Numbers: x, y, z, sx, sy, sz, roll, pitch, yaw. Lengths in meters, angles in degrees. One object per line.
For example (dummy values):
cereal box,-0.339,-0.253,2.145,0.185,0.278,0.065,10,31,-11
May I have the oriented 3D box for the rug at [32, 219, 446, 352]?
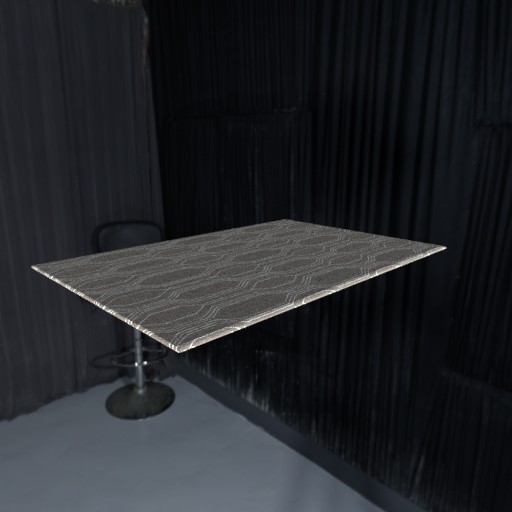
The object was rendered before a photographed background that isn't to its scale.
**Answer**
rug,0.000,0.000,2.337,1.836,0.012,1.239,-14,20,-42
